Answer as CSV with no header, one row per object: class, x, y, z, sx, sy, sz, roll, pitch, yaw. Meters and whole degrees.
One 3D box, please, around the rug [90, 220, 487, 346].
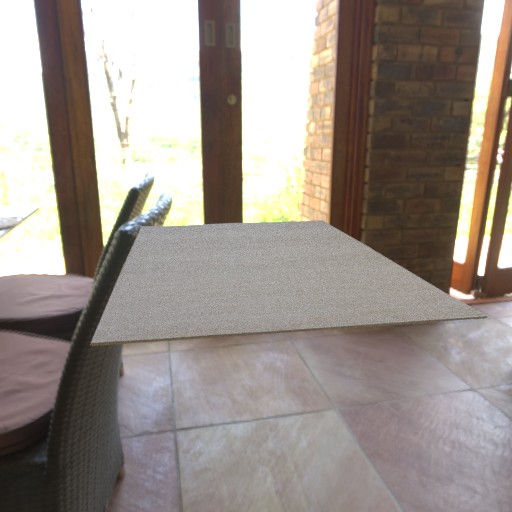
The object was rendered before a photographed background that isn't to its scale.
rug,0.000,0.000,3.559,2.032,0.038,2.869,-2,15,-9
